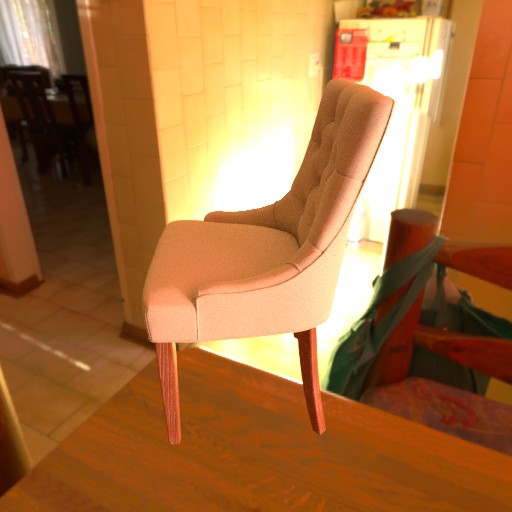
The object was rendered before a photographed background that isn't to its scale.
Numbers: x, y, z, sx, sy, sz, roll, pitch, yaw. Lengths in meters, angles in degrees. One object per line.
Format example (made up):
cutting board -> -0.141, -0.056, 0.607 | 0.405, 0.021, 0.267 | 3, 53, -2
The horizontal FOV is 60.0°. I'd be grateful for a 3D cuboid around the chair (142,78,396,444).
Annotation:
chair -> 0.000, 0.000, 1.207 | 0.565, 0.874, 0.509 | -1, 27, -3
